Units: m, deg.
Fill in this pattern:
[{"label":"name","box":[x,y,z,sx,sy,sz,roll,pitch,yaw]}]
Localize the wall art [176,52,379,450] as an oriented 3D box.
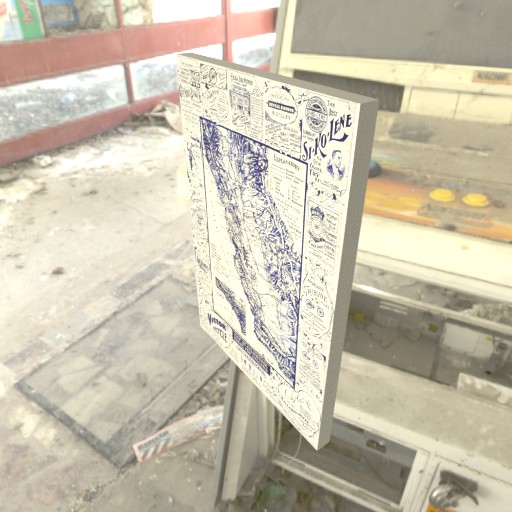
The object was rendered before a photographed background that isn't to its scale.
[{"label":"wall art","box":[0.000,0.000,0.965,0.039,0.753,0.511,-22,39,-30]}]
